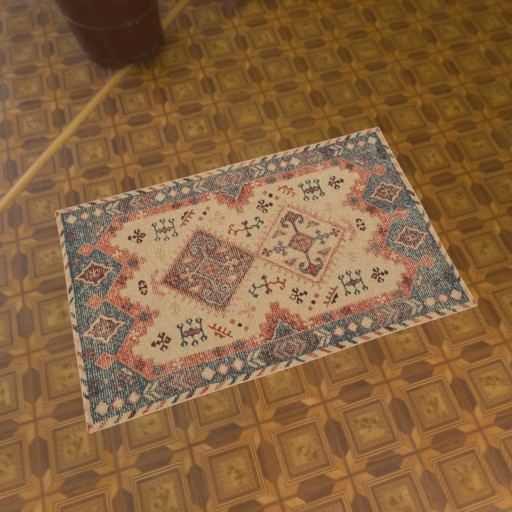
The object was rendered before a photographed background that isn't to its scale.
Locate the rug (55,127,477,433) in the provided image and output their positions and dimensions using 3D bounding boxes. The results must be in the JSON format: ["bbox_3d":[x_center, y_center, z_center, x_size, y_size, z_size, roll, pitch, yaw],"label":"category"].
[{"bbox_3d":[0.000,0.000,2.945,2.464,0.023,1.521,-16,66,-7],"label":"rug"}]
